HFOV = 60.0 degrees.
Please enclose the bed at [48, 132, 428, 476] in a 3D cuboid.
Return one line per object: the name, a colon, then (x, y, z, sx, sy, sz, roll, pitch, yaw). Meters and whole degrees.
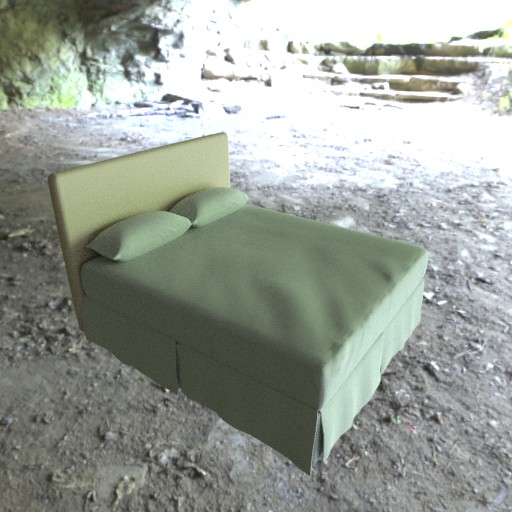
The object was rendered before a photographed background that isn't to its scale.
bed: (0.000, 0.000, 3.293, 2.142, 1.330, 1.884, 17, 31, 31)
